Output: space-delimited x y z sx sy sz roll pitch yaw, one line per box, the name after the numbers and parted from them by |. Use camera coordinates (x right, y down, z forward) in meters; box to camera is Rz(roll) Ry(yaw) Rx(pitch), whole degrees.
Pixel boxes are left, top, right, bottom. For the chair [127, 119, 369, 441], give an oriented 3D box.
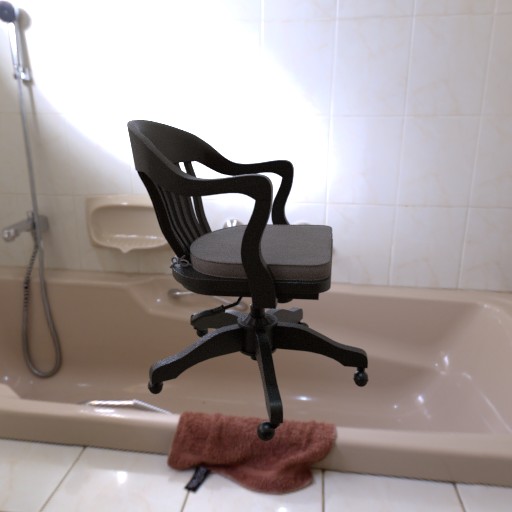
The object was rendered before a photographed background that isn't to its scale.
0.000 0.000 1.486 0.788 0.878 0.750 3 16 10 | chair
